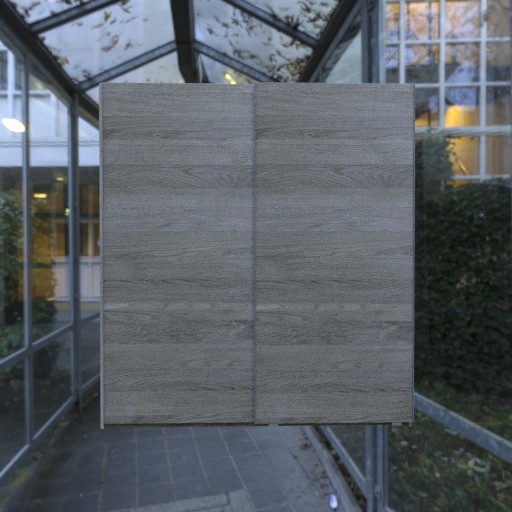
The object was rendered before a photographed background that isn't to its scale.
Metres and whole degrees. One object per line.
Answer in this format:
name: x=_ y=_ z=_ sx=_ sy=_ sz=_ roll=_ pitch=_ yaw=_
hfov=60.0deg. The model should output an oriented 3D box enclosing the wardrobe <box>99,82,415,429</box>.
wardrobe: x=0.000 y=0.000 z=2.801 sx=1.780 sy=1.960 sz=0.629 roll=0 pitch=1 yaw=-2
